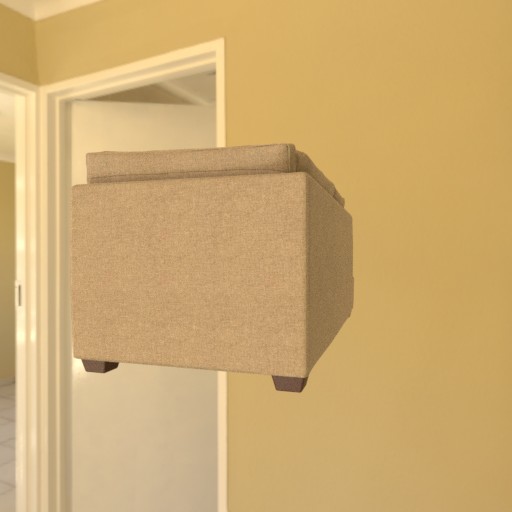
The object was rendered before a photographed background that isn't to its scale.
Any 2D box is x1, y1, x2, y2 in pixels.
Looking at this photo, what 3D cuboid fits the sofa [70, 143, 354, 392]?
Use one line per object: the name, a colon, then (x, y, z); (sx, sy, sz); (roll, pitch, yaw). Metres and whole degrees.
sofa: (0.000, 0.000, 2.847); (1.110, 1.019, 2.238); (0, 0, 17)
